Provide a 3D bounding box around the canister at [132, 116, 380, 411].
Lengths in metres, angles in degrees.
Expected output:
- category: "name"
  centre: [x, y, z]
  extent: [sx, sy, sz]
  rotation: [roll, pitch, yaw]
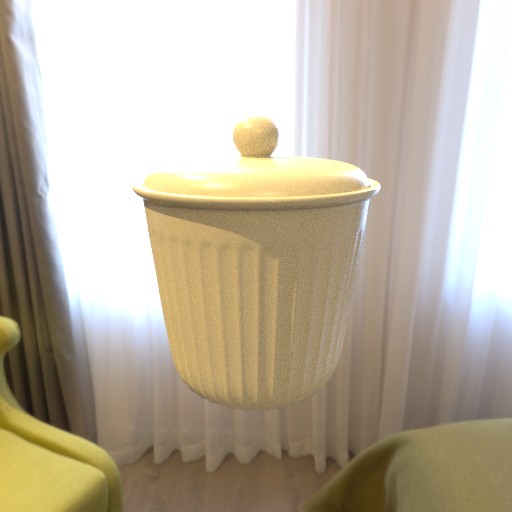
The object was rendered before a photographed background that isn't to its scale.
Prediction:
- category: "canister"
  centre: [0.000, 0.000, 0.349]
  extent: [0.181, 0.211, 0.181]
  rotation: [0, 16, 0]
